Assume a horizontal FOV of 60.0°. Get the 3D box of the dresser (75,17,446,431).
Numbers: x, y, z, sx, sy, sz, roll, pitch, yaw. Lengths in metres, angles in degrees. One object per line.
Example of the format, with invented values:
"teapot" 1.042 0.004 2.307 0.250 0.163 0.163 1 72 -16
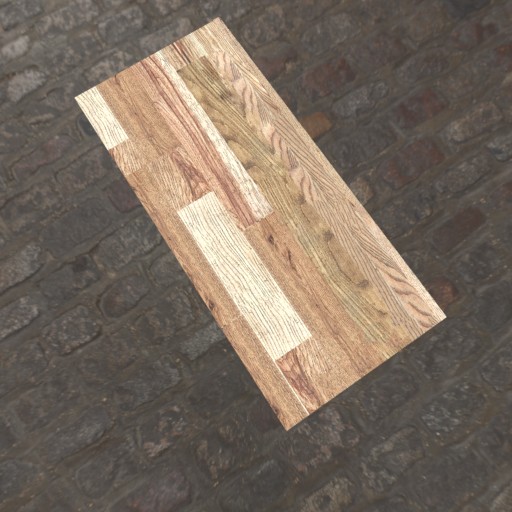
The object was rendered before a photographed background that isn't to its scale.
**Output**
"dresser" 0.000 0.000 1.678 0.480 1.243 0.966 -33 79 -7
